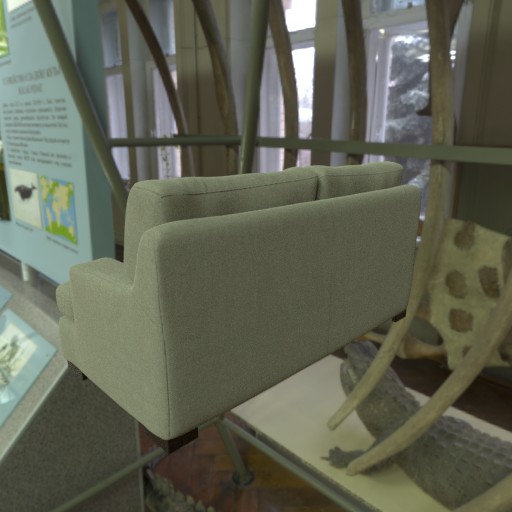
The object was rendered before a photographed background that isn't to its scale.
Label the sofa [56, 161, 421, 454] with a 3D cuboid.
[{"bbox_3d":[0.000,0.000,2.392,1.855,0.980,0.962,-15,21,-43],"label":"sofa"}]
